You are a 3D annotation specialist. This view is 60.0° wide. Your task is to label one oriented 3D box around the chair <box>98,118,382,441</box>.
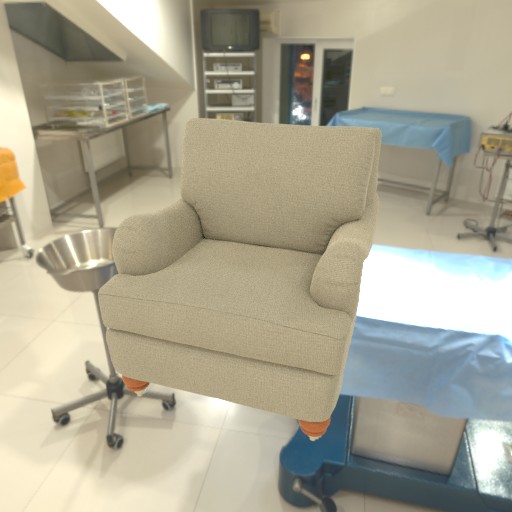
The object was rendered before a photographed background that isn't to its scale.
[{"bbox_3d":[0.000,0.000,1.917,0.955,1.038,1.070,8,27,16],"label":"chair"}]
